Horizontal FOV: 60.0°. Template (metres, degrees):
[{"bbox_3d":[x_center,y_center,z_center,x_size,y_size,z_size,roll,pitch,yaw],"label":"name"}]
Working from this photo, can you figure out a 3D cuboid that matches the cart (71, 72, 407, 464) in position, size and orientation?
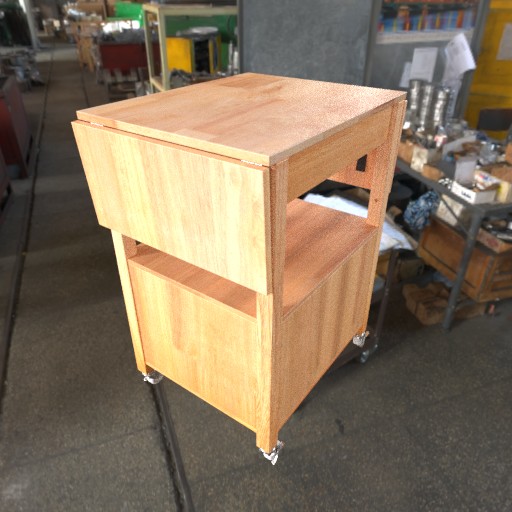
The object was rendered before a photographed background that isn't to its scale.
[{"bbox_3d":[0.000,0.000,1.240,0.508,0.838,0.640,21,37,30],"label":"cart"}]
